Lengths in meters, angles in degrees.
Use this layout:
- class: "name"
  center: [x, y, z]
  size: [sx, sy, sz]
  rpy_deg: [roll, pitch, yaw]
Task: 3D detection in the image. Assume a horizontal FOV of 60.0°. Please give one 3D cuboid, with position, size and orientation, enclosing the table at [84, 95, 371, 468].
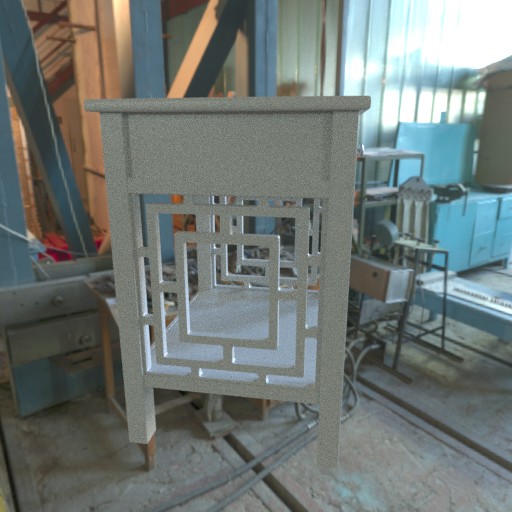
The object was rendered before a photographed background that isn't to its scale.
- class: "table"
  center: [0.000, 0.000, 1.012]
  size: [0.451, 0.646, 0.564]
  rpy_deg: [3, 16, 10]
